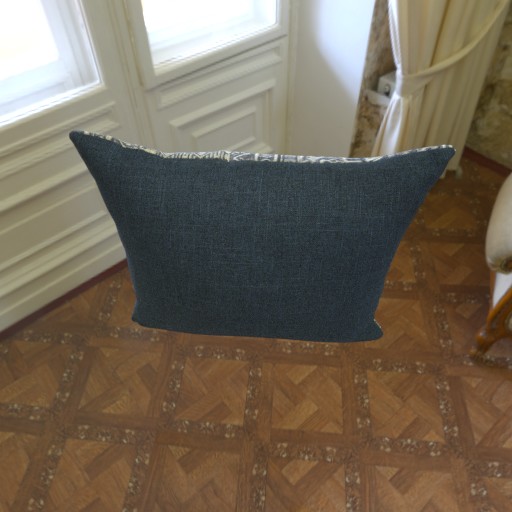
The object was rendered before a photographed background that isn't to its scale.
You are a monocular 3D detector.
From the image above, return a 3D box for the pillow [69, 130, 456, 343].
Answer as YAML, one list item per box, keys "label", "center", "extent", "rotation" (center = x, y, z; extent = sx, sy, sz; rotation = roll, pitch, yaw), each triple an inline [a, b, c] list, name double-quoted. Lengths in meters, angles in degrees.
- label: "pillow"
  center: [0.000, 0.000, 0.788]
  extent: [0.546, 0.487, 0.180]
  rotation: [3, 48, 2]
